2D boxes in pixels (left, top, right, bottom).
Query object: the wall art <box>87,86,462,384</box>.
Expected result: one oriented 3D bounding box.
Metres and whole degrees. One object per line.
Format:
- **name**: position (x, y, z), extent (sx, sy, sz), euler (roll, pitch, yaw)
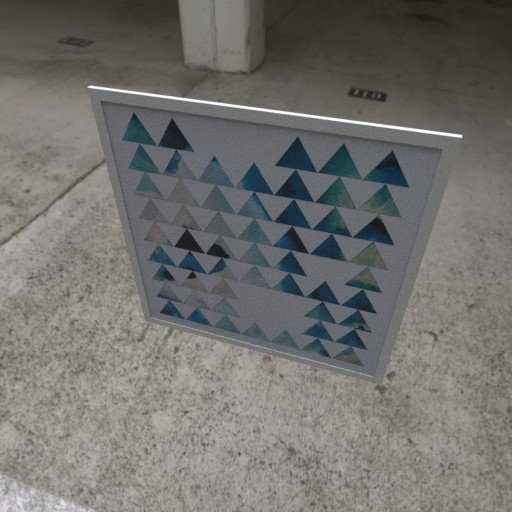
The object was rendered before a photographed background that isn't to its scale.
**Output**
- **wall art**: position (0.000, 0.000, 0.669), extent (0.456, 0.456, 0.007), euler (12, 42, 14)
